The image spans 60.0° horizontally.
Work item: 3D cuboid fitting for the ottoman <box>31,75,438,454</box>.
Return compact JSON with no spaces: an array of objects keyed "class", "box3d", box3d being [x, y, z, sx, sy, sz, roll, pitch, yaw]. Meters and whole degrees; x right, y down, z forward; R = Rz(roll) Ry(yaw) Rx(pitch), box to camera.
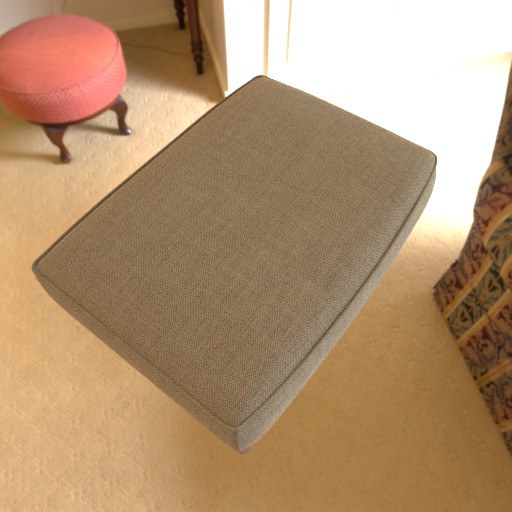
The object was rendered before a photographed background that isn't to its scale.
[{"class":"ottoman","box3d":[0.000,0.000,1.054,0.555,0.458,0.750,33,64,19]}]
